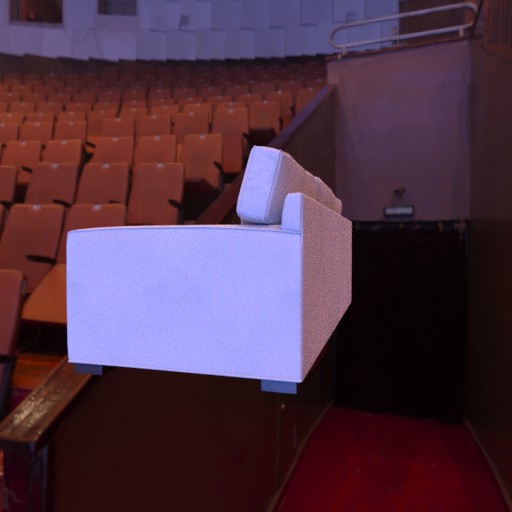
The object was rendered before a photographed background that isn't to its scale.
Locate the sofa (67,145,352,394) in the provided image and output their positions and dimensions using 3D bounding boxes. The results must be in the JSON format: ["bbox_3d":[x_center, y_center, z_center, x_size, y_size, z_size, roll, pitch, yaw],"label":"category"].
[{"bbox_3d":[0.000,0.000,2.581,0.935,0.862,2.088,0,2,17],"label":"sofa"}]
